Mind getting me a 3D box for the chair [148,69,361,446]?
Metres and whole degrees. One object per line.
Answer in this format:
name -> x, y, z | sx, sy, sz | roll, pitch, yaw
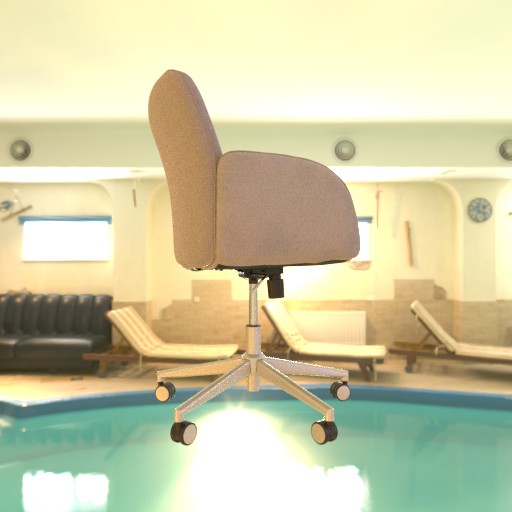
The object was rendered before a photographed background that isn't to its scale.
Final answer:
chair -> 0.000, 0.000, 1.388 | 0.654, 0.959, 0.648 | 0, 0, -19
